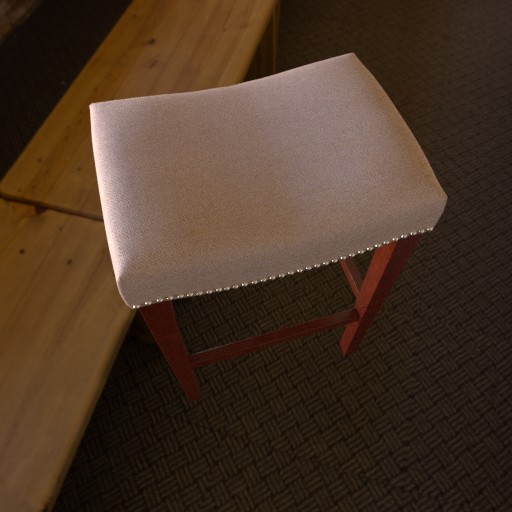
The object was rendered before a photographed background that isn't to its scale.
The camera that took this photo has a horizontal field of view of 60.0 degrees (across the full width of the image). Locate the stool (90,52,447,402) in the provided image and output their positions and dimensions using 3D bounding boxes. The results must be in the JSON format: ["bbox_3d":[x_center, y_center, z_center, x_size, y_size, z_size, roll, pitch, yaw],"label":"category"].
[{"bbox_3d":[0.000,0.000,1.002,0.504,0.742,0.372,-14,61,-8],"label":"stool"}]
